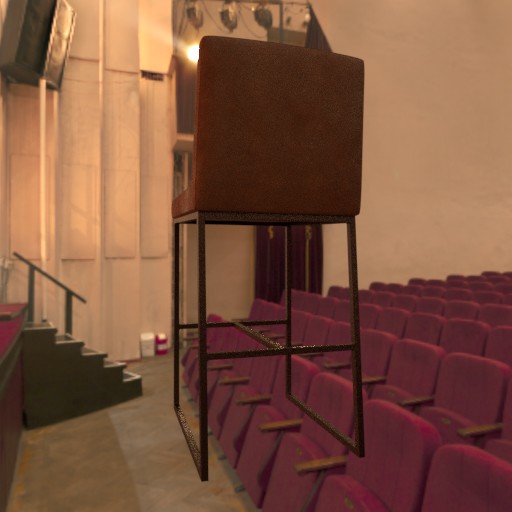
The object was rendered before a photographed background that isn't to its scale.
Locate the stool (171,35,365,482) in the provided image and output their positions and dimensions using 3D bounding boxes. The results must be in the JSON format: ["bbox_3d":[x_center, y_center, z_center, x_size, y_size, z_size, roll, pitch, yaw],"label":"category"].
[{"bbox_3d":[0.000,0.000,1.365,0.463,1.065,0.562,0,0,-17],"label":"stool"}]
